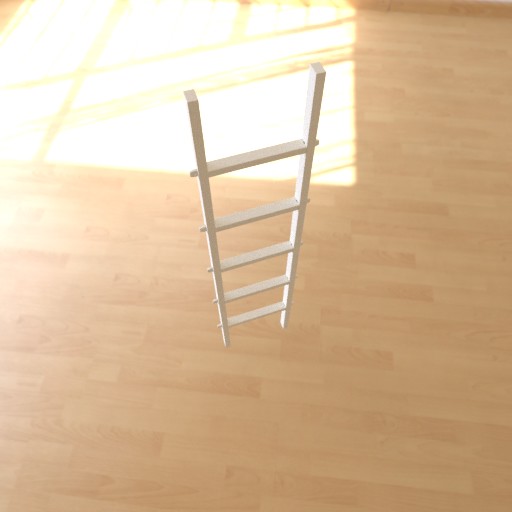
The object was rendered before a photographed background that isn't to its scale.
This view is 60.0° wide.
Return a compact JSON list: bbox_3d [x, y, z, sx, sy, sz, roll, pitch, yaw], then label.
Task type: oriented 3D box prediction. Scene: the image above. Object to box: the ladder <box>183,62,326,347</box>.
[{"bbox_3d":[0.000,0.000,1.981,0.452,1.797,0.051,-16,59,-10],"label":"ladder"}]
